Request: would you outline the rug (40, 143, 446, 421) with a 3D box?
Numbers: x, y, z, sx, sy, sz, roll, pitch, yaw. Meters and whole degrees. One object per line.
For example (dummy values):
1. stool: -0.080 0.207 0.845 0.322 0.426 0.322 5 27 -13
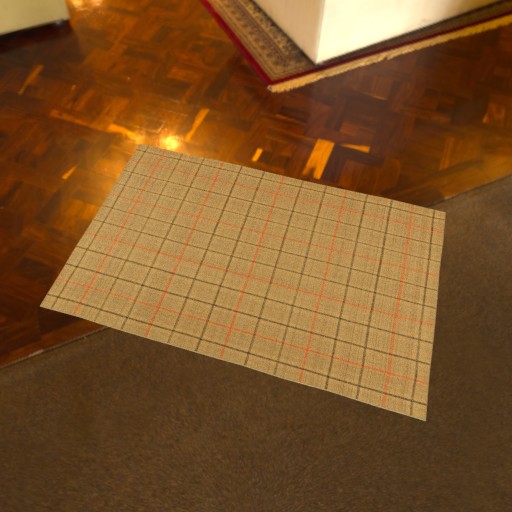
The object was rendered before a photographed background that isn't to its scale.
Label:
1. rug: 0.000 0.000 3.044 2.439 0.015 1.524 14 59 9
